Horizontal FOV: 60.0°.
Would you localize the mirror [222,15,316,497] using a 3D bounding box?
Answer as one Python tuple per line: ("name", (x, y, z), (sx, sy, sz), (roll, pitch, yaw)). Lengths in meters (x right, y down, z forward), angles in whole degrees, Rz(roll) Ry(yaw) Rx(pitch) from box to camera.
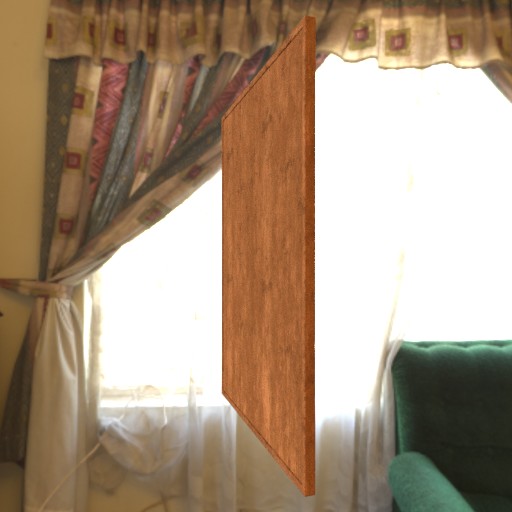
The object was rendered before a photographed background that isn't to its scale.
("mirror", (0.000, 0.000, 1.391), (0.028, 1.099, 0.796), (0, 0, -18))
